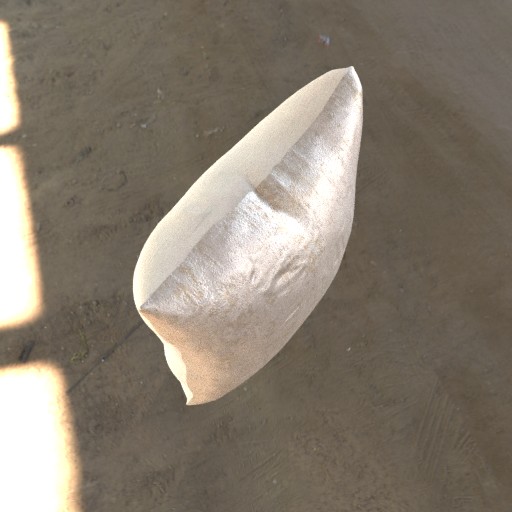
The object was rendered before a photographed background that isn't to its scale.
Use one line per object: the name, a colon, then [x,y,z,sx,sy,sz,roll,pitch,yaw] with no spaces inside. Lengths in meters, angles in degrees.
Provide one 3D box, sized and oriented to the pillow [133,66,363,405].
pillow: [0.000,0.000,0.714,0.245,0.448,0.450,33,65,18]
